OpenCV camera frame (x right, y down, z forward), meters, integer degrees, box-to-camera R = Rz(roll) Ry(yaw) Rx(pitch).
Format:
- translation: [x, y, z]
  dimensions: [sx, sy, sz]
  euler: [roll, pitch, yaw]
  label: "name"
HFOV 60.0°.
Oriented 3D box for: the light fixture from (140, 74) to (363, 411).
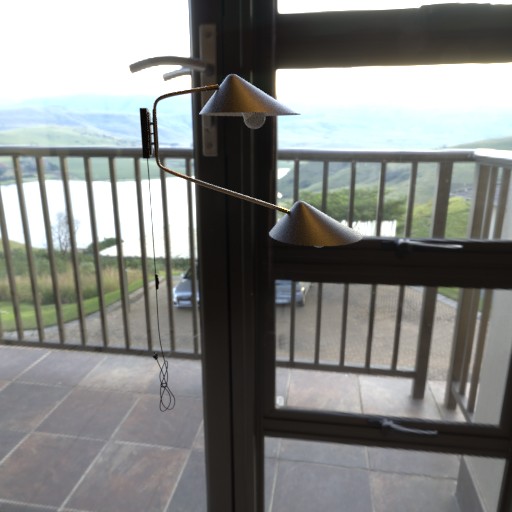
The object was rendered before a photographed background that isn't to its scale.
- translation: [0.000, 0.000, 0.873]
  dimensions: [0.422, 0.665, 0.189]
  euler: [-3, 16, -9]
  label: "light fixture"
